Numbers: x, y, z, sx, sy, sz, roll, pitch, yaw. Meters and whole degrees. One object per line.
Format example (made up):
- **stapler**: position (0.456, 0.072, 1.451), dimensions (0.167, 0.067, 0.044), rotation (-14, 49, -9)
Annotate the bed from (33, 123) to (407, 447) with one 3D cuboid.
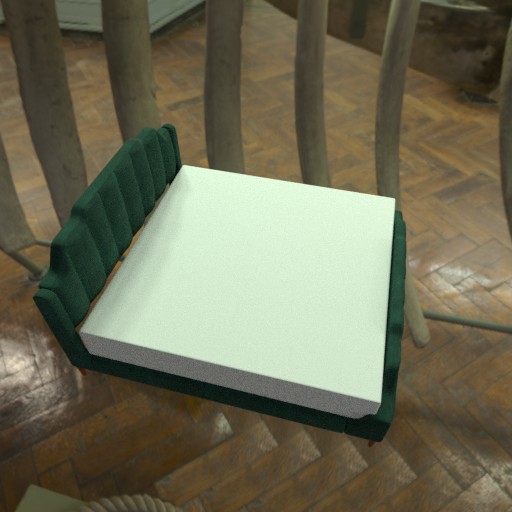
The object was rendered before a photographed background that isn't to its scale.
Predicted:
- **bed**: position (0.000, 0.000, 3.495), dimensions (2.340, 1.245, 2.074), rotation (11, 48, 10)
